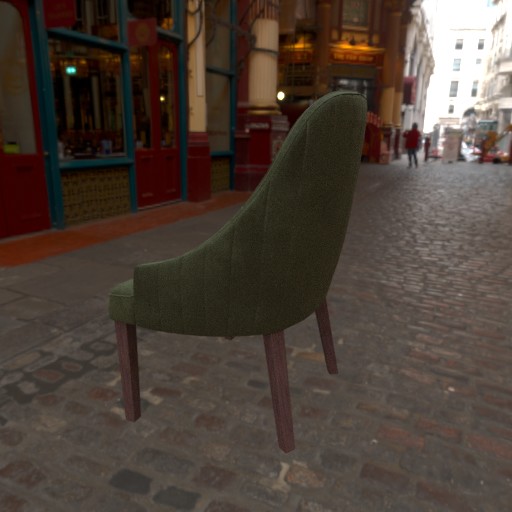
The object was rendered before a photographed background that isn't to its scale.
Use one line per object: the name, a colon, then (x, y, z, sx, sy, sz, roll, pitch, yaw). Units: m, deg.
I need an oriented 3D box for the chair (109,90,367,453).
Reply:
chair: (0.000, 0.000, 1.300, 0.575, 0.889, 0.643, 7, 17, 25)
